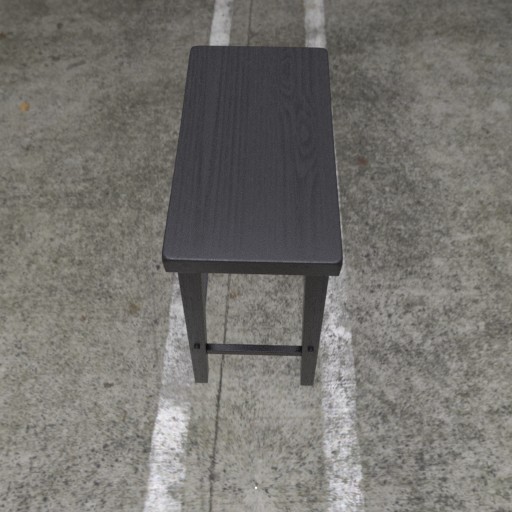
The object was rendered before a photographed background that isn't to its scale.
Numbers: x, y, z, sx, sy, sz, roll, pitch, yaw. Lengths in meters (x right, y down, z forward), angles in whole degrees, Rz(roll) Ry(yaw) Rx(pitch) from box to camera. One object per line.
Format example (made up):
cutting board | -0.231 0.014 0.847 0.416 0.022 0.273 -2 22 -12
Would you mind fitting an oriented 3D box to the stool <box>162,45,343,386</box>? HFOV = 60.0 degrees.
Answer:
stool | 0.000 0.000 0.976 0.322 0.742 0.406 1 62 1
